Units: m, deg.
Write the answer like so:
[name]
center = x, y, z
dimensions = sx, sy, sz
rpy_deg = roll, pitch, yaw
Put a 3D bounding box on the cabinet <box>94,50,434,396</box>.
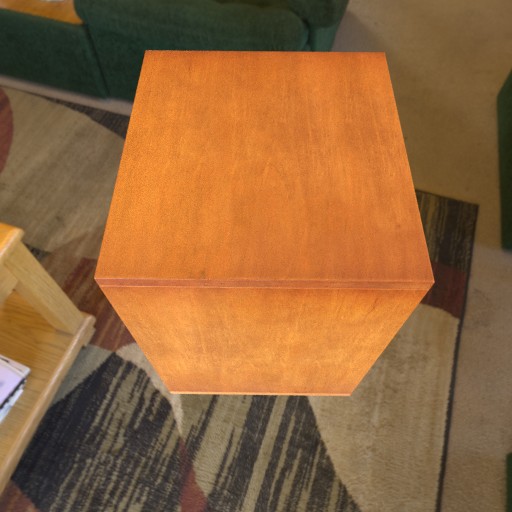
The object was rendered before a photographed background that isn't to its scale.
[cabinet]
center = 0.000, 0.000, 0.845
dimensions = 0.401, 0.579, 0.409
rpy_deg = 1, 59, 0
